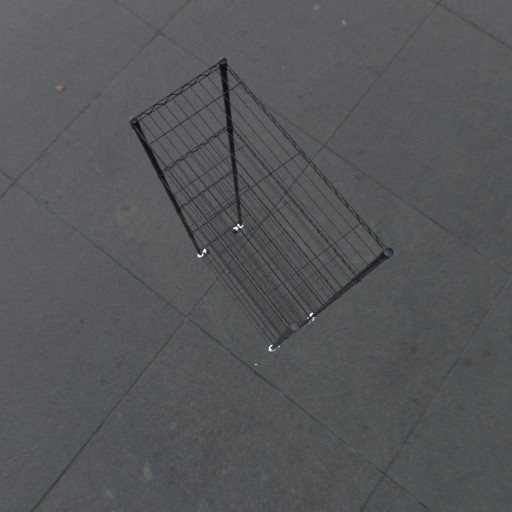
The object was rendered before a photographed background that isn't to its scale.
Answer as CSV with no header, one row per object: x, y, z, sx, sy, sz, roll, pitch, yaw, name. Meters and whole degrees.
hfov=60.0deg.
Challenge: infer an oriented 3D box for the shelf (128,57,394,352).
0.000,0.000,1.988,0.356,1.645,0.762,-37,79,-8,shelf
